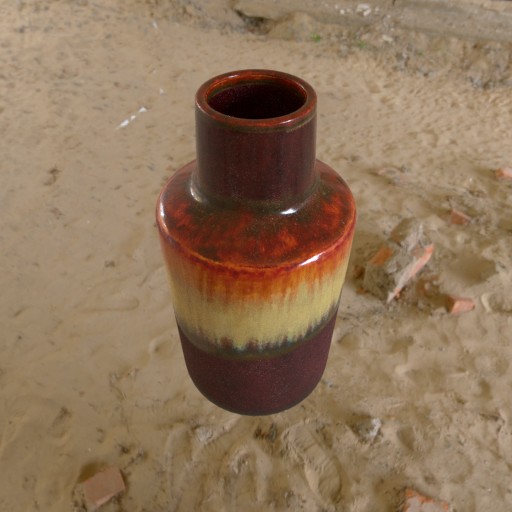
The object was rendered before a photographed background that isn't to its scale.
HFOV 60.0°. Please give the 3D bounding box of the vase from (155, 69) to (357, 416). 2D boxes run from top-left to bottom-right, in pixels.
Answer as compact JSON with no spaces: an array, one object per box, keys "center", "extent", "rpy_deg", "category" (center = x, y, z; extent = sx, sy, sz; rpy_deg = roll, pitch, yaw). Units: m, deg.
[{"center":[0.000,0.000,0.267],"extent":[0.108,0.204,0.108],"rpy_deg":[0,45,0],"category":"vase"}]
